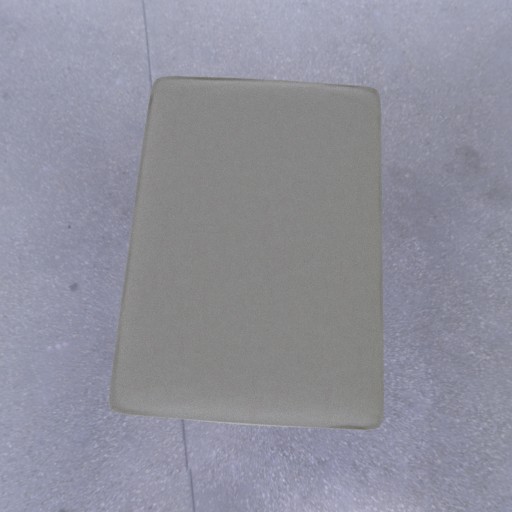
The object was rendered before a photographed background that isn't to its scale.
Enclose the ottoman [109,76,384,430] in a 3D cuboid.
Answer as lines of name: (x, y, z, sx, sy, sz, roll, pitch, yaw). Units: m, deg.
ottoman: (0.000, 0.000, 1.213, 0.611, 0.482, 0.848, 3, 75, 1)
